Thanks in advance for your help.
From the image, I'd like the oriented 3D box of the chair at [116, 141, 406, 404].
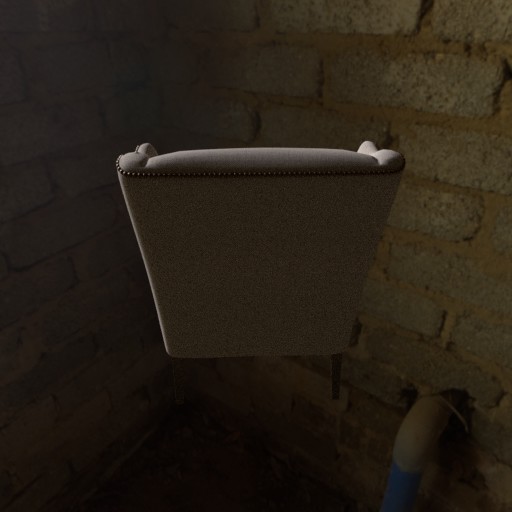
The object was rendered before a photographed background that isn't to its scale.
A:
[{"bbox_3d":[0.000,0.000,1.643,0.737,1.029,0.940,-1,30,-2],"label":"chair"}]
